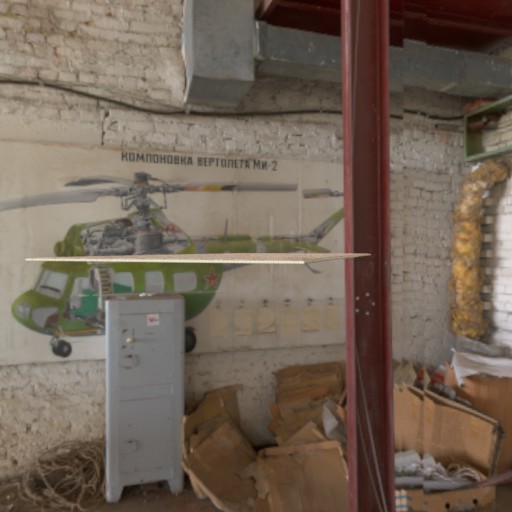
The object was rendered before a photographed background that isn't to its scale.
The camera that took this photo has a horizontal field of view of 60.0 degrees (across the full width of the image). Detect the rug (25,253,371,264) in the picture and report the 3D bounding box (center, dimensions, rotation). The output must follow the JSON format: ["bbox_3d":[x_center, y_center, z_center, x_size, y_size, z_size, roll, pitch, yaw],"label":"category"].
[{"bbox_3d":[0.000,0.000,1.405,0.604,0.007,1.219,0,1,20],"label":"rug"}]
